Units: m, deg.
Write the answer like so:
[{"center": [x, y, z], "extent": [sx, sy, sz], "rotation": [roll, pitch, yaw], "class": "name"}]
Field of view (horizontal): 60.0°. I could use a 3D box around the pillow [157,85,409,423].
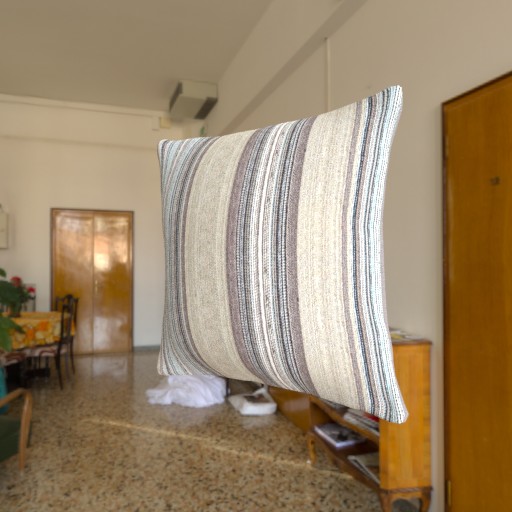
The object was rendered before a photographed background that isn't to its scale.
[{"center": [0.000, 0.000, 0.658], "extent": [0.435, 0.416, 0.189], "rotation": [-1, -1, 35], "class": "pillow"}]
